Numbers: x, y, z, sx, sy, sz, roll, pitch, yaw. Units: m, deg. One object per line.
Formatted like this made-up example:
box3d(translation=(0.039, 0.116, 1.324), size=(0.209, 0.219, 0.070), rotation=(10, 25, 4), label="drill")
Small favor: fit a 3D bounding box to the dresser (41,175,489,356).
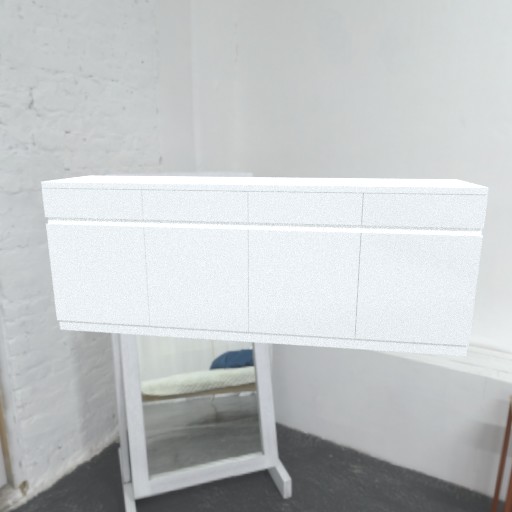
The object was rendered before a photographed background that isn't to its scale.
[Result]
box3d(translation=(0.000, 0.000, 2.499), size=(2.200, 0.840, 0.500), rotation=(2, 14, 8), label="dresser")
